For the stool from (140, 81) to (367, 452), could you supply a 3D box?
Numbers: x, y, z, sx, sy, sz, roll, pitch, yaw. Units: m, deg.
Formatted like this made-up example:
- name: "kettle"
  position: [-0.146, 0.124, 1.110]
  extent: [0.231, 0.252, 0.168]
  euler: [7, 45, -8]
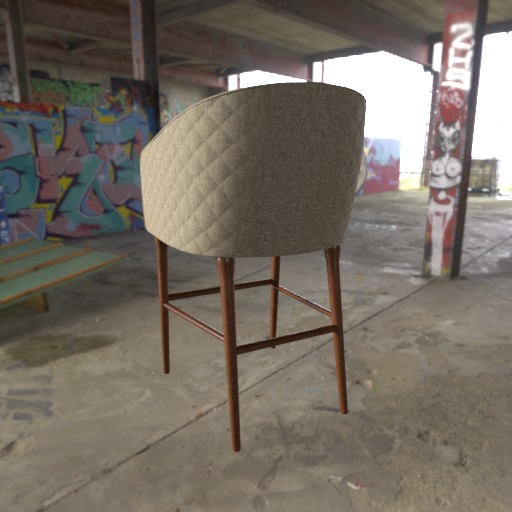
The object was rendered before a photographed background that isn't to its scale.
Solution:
- name: "stool"
  position: [0.000, 0.000, 1.395]
  extent: [0.559, 0.952, 0.635]
  euler: [-7, 15, -27]
